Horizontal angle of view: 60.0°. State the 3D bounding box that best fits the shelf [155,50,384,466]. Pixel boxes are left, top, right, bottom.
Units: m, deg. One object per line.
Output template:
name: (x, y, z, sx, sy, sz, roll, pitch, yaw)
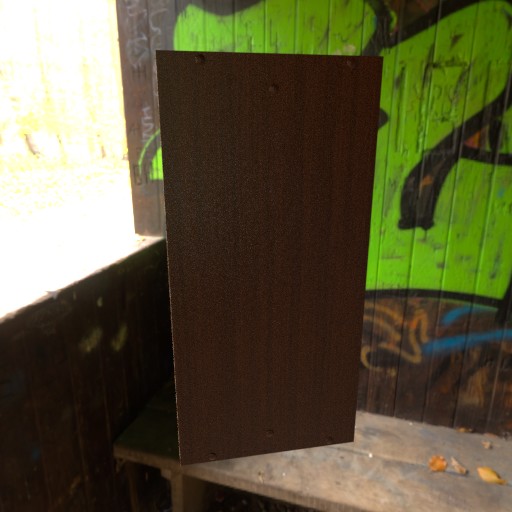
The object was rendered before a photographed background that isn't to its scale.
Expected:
shelf: (0.000, 0.000, 0.754, 0.290, 0.600, 0.253, -3, 17, -10)
